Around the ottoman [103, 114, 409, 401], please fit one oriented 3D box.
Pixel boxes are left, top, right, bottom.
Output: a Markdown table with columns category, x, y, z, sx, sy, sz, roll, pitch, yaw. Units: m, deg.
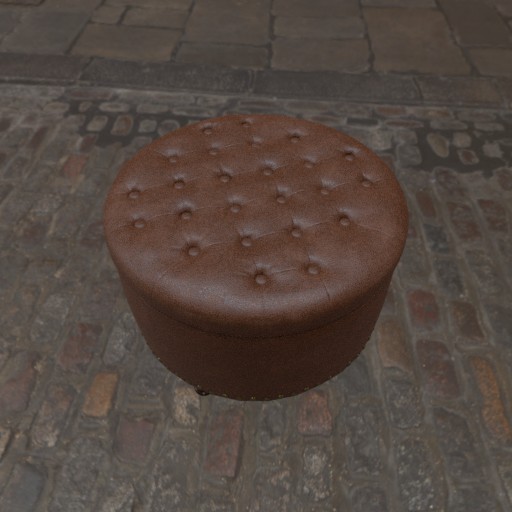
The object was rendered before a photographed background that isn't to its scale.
| category | x | y | z | sx | sy | sz | roll | pitch | yaw |
| --- | --- | --- | --- | --- | --- | --- | --- | --- | --- |
| ottoman | 0.000 | 0.000 | 1.082 | 0.637 | 0.442 | 0.637 | 0 | 48 | 0 |
